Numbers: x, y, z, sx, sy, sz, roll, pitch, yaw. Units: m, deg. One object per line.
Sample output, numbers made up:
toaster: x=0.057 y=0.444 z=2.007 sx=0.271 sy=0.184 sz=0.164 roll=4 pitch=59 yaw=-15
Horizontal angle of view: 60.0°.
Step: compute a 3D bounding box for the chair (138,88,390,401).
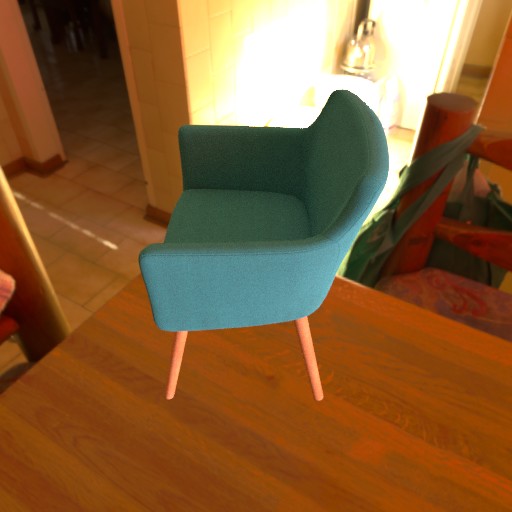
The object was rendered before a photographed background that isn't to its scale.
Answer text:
chair: x=0.000 y=0.000 z=1.199 sx=0.540 sy=0.780 sz=0.570 roll=0 pitch=41 yaw=0
